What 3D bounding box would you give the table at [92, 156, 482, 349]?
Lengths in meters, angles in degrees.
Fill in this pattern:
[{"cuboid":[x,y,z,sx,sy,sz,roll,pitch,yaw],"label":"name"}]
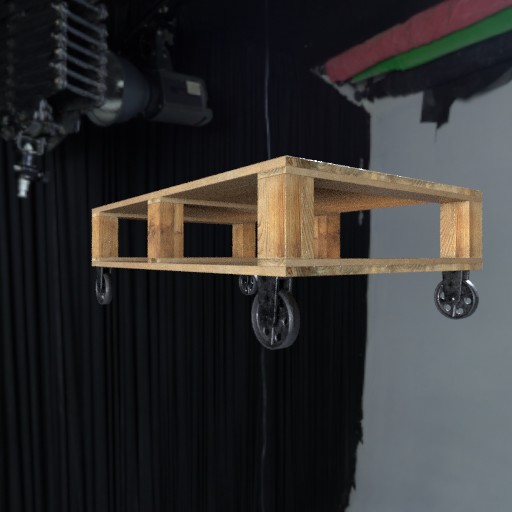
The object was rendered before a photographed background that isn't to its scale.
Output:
[{"cuboid":[0.000,0.000,1.681,0.827,0.413,1.299,0,0,-37],"label":"table"}]
